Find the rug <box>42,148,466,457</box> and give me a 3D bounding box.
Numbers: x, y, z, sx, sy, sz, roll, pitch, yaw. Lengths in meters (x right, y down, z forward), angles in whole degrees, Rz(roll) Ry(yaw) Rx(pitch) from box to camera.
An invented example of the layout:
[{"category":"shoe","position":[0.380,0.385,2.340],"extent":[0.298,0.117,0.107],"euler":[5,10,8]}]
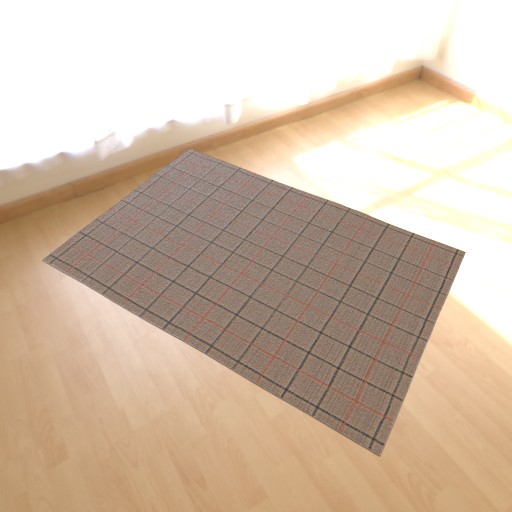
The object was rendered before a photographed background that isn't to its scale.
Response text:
[{"category":"rug","position":[0.000,0.000,2.296],"extent":[1.829,0.013,1.220],"euler":[24,51,22]}]
